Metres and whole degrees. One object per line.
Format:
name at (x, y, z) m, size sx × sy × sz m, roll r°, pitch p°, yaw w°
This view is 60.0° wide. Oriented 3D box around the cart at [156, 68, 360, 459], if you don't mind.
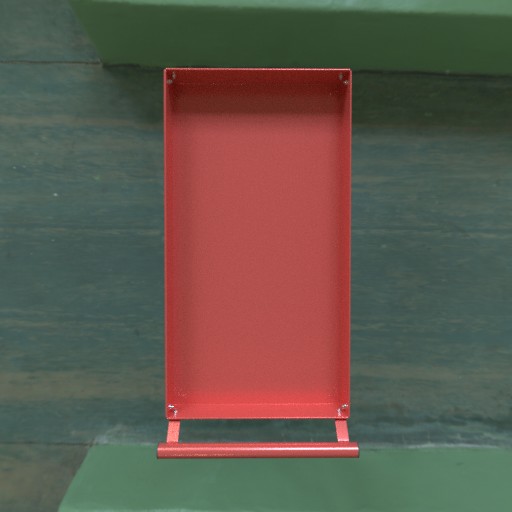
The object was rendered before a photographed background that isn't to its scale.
cart at (0.000, 0.000, 1.177) m, size 0.366 × 0.780 × 0.719 m, roll 0°, pitch 91°, yaw -1°
